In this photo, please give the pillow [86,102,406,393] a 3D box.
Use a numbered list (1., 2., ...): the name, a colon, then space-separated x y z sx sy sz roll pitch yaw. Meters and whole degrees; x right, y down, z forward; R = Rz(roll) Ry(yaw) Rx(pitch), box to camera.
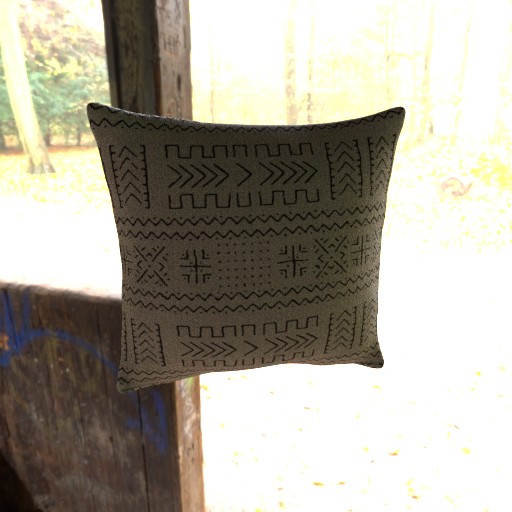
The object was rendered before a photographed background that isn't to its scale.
1. pillow: 0.000 0.000 0.658 0.438 0.430 0.164 -3 18 -8
